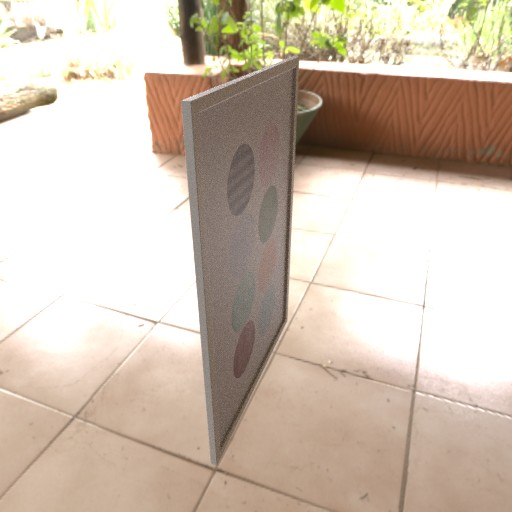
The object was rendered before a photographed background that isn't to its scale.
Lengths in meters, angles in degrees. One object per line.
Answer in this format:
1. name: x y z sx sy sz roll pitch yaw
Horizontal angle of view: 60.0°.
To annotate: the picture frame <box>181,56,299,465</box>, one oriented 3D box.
1. picture frame: 0.000 0.000 0.852 0.013 0.657 0.457 11 32 17
